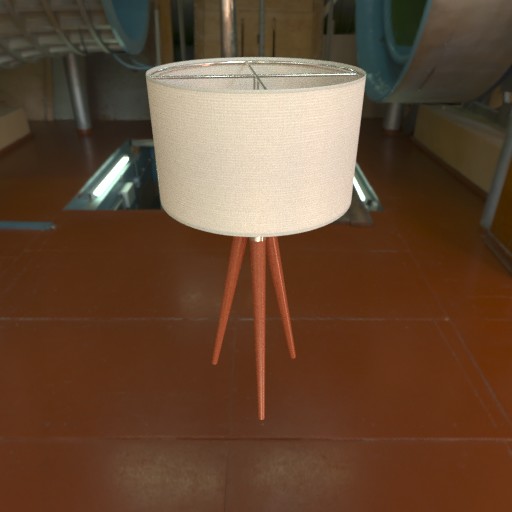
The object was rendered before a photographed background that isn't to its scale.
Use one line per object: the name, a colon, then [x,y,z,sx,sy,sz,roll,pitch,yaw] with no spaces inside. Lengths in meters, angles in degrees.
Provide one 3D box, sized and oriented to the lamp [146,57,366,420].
lamp: [0.000,0.000,0.908,0.354,0.709,0.355,19,35,29]
